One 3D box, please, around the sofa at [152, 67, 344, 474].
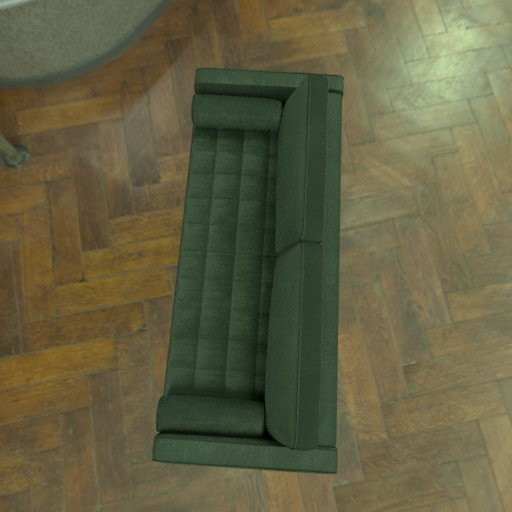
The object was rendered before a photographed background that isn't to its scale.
[{"bbox_3d":[0.000,0.000,2.554,0.918,0.769,2.199,4,76,1],"label":"sofa"}]
